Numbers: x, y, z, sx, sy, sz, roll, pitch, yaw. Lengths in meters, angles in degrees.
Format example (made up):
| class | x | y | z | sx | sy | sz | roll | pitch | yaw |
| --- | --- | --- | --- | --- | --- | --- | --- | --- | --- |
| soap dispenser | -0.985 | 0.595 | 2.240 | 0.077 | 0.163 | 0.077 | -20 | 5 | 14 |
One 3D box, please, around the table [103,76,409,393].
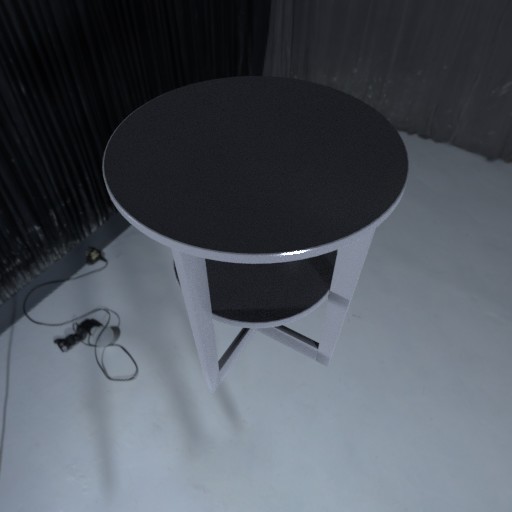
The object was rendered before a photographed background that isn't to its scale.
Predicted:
| class | x | y | z | sx | sy | sz | roll | pitch | yaw |
| --- | --- | --- | --- | --- | --- | --- | --- | --- | --- |
| table | 0.000 | 0.000 | 0.943 | 0.500 | 0.550 | 0.500 | 0 | 48 | 0 |
